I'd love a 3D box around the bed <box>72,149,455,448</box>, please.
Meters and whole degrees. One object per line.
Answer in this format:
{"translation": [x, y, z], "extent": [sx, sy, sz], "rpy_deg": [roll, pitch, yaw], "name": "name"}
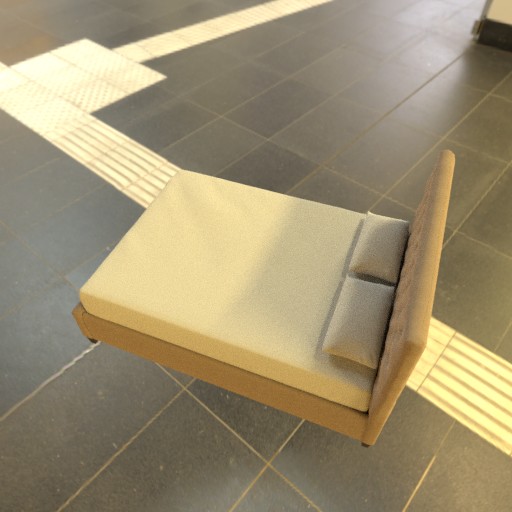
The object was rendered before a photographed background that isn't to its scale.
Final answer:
{"translation": [0.000, 0.000, 3.398], "extent": [2.387, 1.427, 1.698], "rpy_deg": [16, 50, 14], "name": "bed"}
